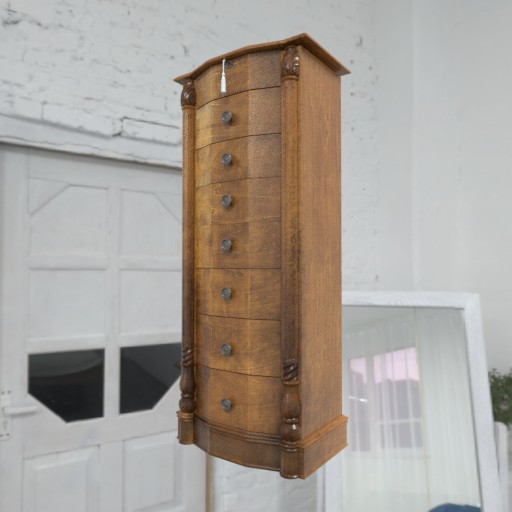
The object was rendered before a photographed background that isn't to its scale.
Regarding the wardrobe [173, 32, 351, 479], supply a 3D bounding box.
[{"bbox_3d":[0.000,0.000,1.138,0.406,0.959,0.273,-1,-1,36],"label":"wardrobe"}]
